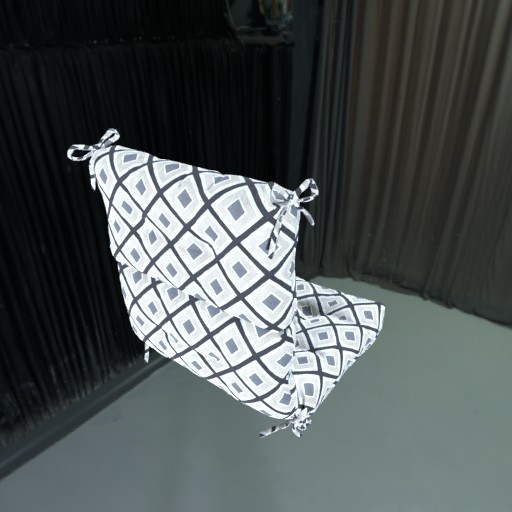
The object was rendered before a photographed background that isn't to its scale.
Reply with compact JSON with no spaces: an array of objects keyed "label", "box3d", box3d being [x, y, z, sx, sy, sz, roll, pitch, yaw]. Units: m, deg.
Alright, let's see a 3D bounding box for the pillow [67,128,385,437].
[{"label":"pillow","box3d":[0.000,0.000,1.045,0.519,0.605,0.571,20,34,32]}]
